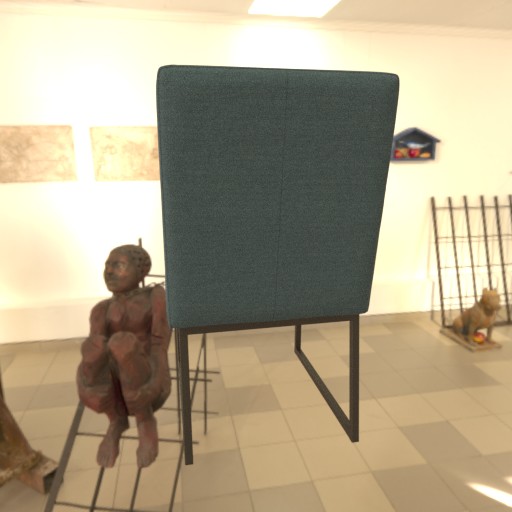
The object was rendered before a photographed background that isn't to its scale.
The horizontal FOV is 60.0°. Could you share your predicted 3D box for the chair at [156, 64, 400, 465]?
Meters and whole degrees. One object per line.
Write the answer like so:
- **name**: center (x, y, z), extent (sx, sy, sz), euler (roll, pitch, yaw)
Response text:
- **chair**: center (0.000, 0.000, 1.281), extent (0.520, 0.930, 0.634), euler (-3, 14, -11)
